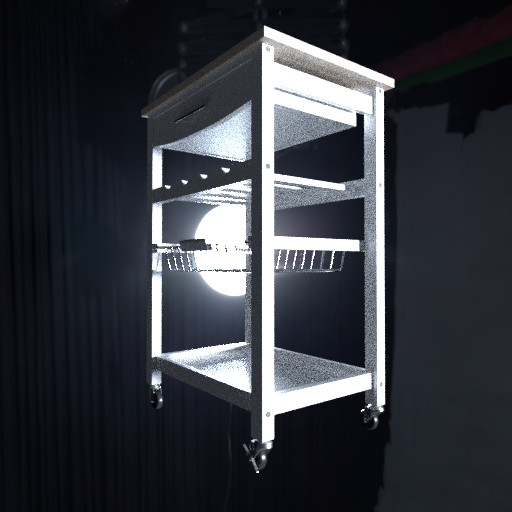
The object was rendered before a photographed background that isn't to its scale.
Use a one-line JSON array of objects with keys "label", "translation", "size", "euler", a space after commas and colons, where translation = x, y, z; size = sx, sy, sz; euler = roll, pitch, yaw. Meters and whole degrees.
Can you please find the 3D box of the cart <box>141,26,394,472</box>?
[{"label": "cart", "translation": [0.000, 0.000, 1.179], "size": [0.406, 0.857, 0.578], "euler": [1, -1, -37]}]
